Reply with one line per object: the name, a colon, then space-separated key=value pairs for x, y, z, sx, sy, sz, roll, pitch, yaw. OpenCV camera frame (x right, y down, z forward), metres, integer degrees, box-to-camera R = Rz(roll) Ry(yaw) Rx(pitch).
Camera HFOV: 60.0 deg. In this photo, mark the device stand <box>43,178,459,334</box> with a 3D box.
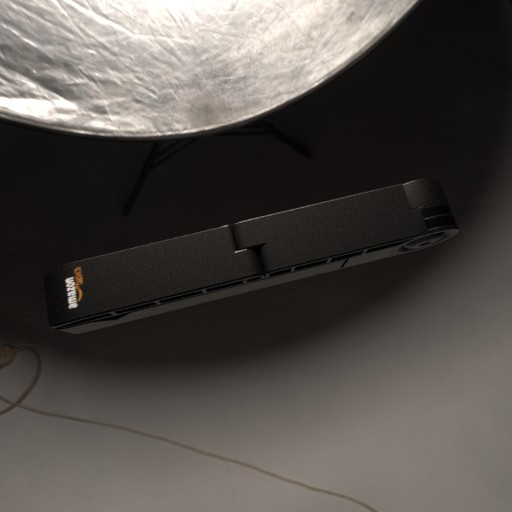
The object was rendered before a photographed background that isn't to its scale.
device stand: x=0.000 y=0.000 z=0.195 sx=0.179 sy=0.030 sz=0.026 roll=-14 pitch=75 yaw=-4
